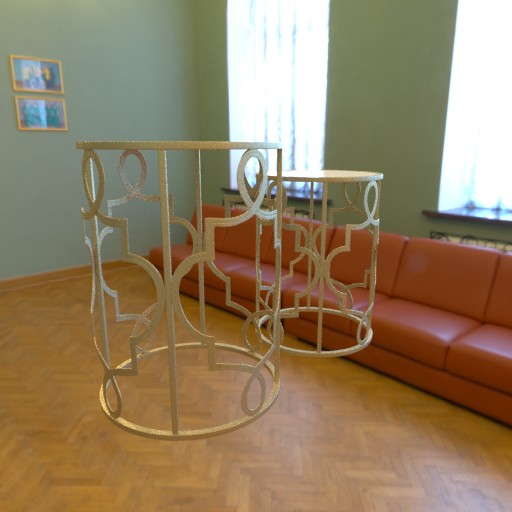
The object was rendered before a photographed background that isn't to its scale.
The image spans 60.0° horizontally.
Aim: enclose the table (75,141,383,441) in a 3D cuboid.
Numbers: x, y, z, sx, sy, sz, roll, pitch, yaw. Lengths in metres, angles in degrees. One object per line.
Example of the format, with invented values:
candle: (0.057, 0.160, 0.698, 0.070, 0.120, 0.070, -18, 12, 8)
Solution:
table: (0.000, 0.000, 1.141, 0.846, 0.564, 0.420, -13, 19, -42)
